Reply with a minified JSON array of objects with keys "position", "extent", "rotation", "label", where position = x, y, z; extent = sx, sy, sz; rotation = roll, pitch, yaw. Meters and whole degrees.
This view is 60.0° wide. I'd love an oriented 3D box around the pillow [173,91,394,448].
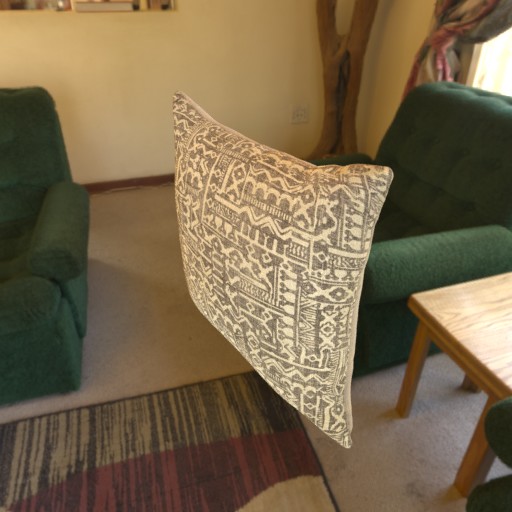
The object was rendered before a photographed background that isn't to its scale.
[{"position":[0.000,0.000,0.797],"extent":[0.180,0.487,0.546],"rotation":[-20,37,-29],"label":"pillow"}]
